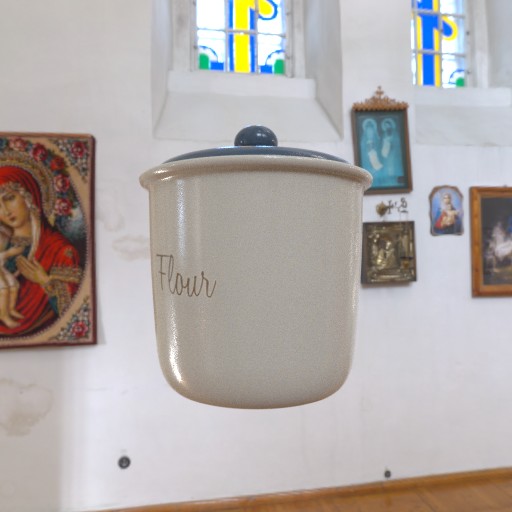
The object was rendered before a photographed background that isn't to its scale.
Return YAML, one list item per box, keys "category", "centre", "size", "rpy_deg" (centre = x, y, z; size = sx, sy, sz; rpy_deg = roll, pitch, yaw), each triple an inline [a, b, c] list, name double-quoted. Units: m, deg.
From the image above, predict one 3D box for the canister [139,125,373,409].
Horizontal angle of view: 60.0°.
- category: "canister"
  centre: [0.000, 0.000, 0.355]
  size: [0.182, 0.208, 0.182]
  rpy_deg: [0, -1, 0]
